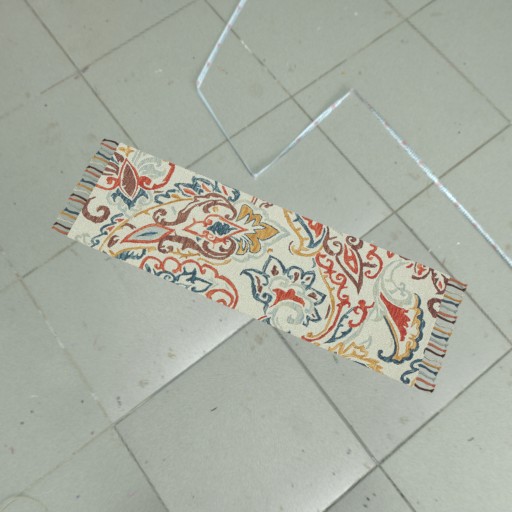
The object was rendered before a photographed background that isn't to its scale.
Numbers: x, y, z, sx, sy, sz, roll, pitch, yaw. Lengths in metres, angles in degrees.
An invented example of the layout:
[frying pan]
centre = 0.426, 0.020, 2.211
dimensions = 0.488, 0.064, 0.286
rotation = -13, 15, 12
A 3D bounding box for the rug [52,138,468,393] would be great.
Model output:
[rug]
centre = 0.000, 0.000, 2.939
dimensions = 2.682, 0.015, 0.763
rotation = 23, 76, 6
